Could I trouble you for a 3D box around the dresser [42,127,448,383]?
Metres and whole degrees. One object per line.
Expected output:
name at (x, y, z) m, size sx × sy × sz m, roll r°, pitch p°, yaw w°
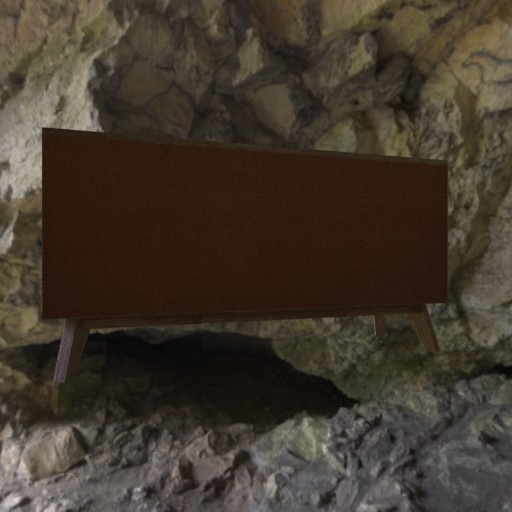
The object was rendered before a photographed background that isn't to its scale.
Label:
dresser at (0.000, 0.000, 1.840) m, size 1.554 × 0.805 × 0.455 m, roll 0°, pitch 0°, yaw -18°
